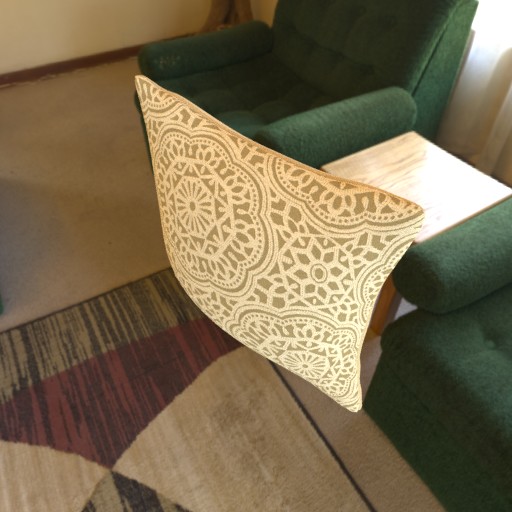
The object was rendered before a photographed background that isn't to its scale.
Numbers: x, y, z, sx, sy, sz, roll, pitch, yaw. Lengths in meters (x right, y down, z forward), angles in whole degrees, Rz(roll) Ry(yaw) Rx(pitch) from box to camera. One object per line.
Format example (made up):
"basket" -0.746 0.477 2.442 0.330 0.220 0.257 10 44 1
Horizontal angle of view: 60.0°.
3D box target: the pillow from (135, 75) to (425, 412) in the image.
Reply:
"pillow" 0.000 0.000 0.658 0.438 0.421 0.167 33 54 27
